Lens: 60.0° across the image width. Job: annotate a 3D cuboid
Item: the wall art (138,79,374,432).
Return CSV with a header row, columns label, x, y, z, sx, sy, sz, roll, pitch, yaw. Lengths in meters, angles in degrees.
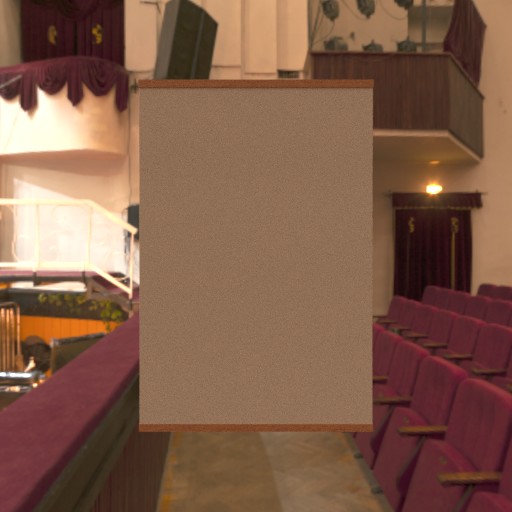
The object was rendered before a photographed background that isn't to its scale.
label,x,y,z,sx,sy,sz,roll,pitch,yaw
wall art,0.000,0.000,1.925,1.019,1.527,0.019,0,0,0
